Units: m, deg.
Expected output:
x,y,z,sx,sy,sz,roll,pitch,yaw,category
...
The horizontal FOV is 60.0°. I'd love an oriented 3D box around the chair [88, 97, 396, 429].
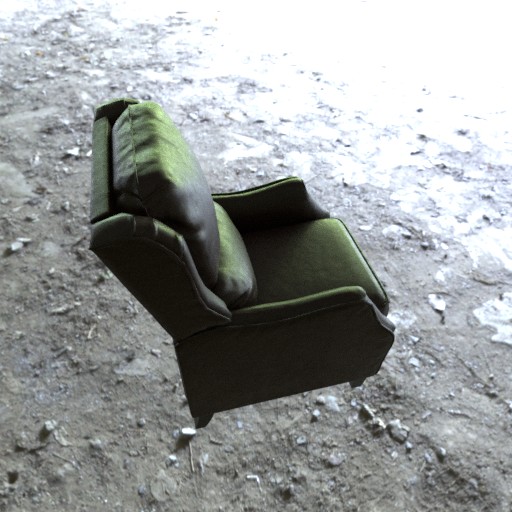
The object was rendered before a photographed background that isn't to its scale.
x,y,z,sx,sy,sz,roll,pitch,yaw,category
0.000,0.000,1.701,0.982,1.132,0.770,-10,46,-10,chair
